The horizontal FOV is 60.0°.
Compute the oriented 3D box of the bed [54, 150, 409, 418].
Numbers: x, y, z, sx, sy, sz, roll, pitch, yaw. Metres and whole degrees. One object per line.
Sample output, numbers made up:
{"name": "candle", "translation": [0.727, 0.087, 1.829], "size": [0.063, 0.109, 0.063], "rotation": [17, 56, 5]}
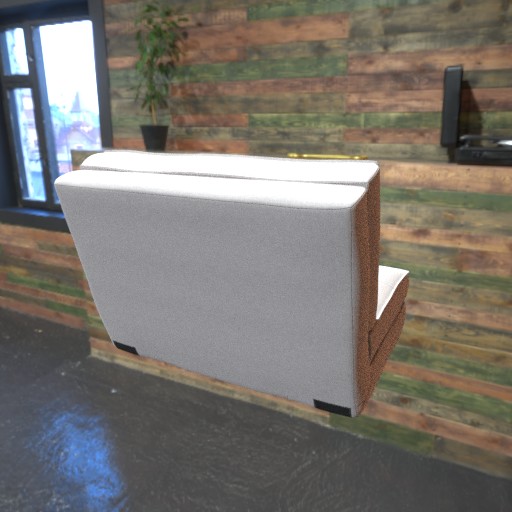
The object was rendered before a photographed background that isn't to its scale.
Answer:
{"name": "bed", "translation": [0.000, 0.000, 1.315], "size": [0.799, 0.614, 0.749], "rotation": [8, 18, 27]}
